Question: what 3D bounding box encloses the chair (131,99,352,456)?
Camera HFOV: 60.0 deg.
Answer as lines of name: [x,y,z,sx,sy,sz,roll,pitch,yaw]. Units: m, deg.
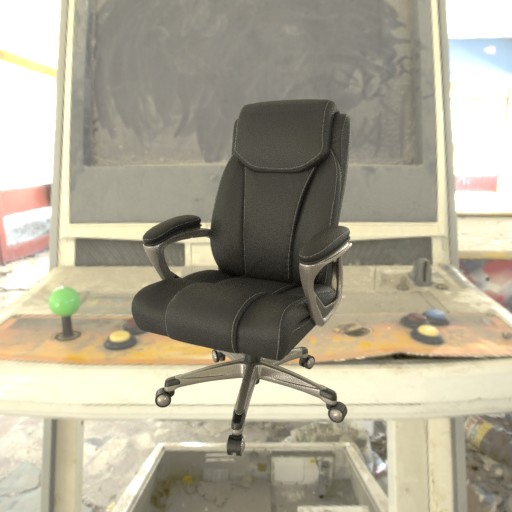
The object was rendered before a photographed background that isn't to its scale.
chair: [0.000,0.000,1.661,0.741,1.167,0.784,6,15,26]
